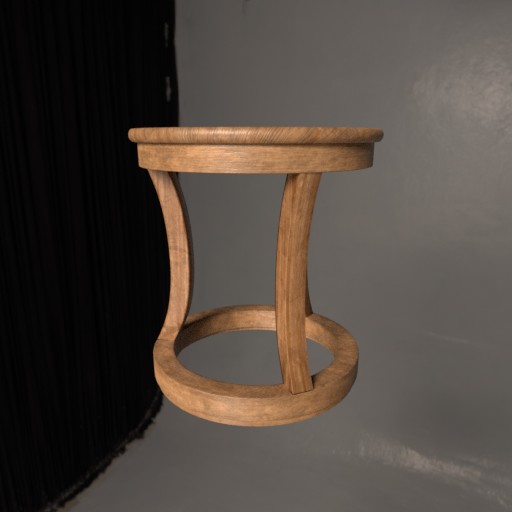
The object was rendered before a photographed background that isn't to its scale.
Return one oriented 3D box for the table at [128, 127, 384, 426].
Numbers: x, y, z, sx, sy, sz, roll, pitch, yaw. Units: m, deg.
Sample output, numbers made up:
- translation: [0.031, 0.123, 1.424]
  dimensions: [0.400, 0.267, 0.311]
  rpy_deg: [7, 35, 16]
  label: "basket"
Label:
- translation: [0.000, 0.000, 0.836]
  dimensions: [0.432, 0.460, 0.432]
  rpy_deg: [0, 15, 0]
  label: "table"
